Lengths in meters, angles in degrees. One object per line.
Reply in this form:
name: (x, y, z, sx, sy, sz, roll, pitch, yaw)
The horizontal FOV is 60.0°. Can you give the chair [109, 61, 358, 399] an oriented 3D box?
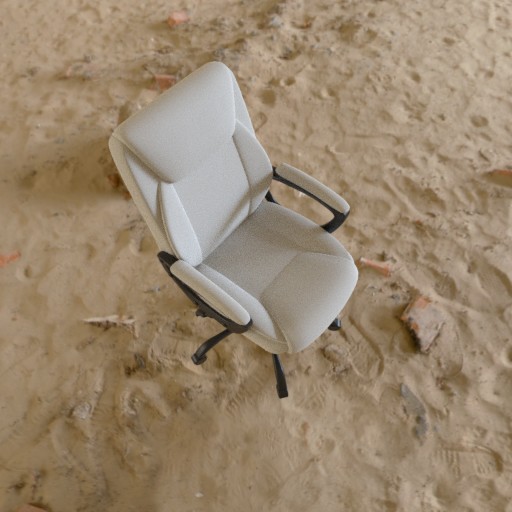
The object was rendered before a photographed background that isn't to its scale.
chair: (0.000, 0.000, 1.521, 0.669, 1.065, 0.663, 35, 65, 19)
